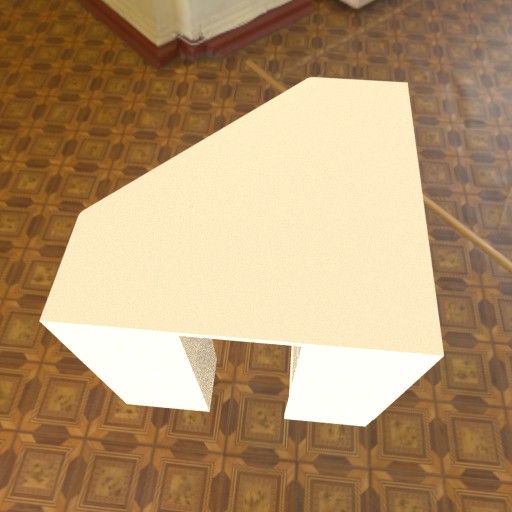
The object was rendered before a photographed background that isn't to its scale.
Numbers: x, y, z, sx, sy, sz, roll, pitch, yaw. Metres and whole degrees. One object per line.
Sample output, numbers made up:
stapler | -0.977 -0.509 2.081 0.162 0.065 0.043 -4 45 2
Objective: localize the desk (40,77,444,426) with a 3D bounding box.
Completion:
desk | 0.000 0.000 1.601 0.926 0.818 0.940 4 59 3
